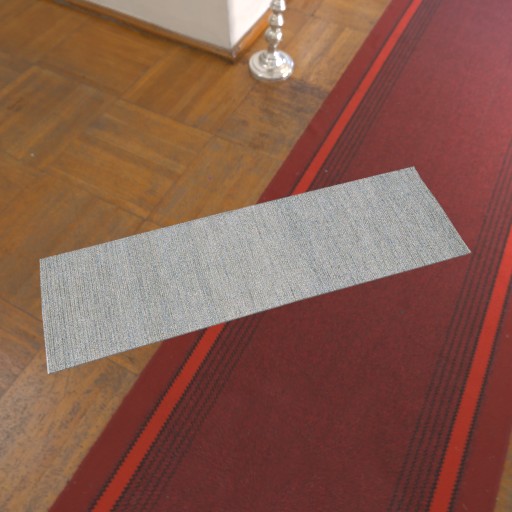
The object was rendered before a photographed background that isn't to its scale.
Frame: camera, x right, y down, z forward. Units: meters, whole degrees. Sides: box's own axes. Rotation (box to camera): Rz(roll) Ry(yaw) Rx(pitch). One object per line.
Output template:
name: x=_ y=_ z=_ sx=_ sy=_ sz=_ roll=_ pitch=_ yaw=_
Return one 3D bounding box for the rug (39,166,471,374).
rug: x=0.000 y=0.000 z=2.491 sx=2.341 sy=0.037 sz=0.675 roll=-15 pitch=61 yaw=-9
